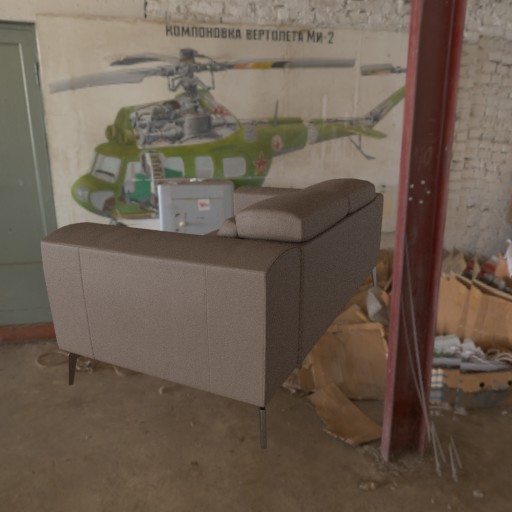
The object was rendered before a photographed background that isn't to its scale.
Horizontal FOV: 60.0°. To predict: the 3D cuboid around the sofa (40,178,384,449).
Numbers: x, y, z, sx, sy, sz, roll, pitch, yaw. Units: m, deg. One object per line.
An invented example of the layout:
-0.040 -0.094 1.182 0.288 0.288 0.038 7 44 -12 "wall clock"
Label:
0.000 0.000 2.388 1.003 0.779 1.895 7 17 25 "sofa"
